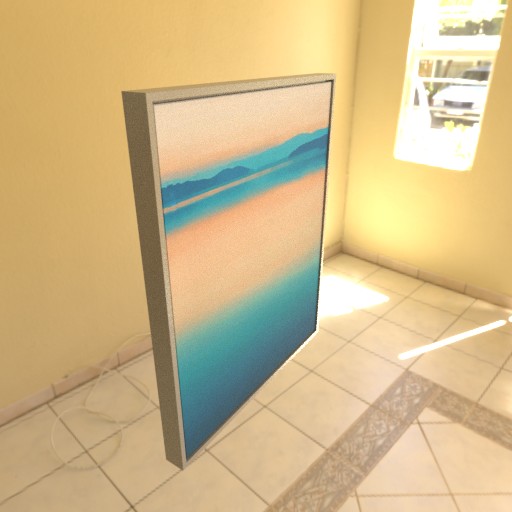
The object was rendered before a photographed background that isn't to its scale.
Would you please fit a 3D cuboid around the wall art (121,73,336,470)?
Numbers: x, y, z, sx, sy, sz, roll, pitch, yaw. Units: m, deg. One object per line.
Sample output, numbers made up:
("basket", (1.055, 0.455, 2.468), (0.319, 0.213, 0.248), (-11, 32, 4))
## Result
("wall art", (0.000, 0.000, 0.750), (0.037, 0.554, 0.453), (16, 30, 31))
